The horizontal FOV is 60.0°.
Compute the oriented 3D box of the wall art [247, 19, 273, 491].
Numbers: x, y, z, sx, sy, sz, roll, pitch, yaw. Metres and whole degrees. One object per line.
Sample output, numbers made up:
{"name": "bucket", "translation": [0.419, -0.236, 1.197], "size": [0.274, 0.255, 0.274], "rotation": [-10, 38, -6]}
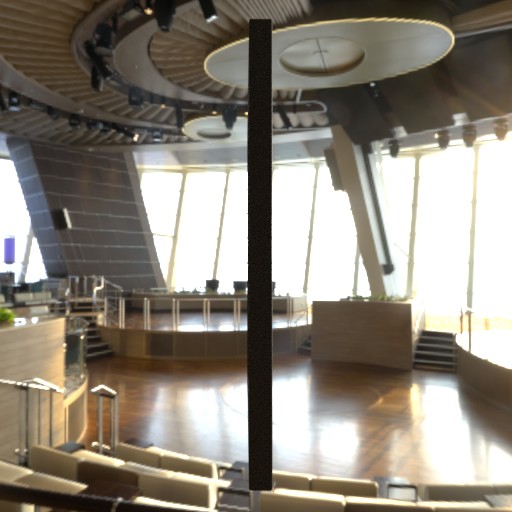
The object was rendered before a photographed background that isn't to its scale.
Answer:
{"name": "wall art", "translation": [0.000, 0.000, 0.752], "size": [0.028, 0.558, 0.457], "rotation": [0, -1, -1]}
